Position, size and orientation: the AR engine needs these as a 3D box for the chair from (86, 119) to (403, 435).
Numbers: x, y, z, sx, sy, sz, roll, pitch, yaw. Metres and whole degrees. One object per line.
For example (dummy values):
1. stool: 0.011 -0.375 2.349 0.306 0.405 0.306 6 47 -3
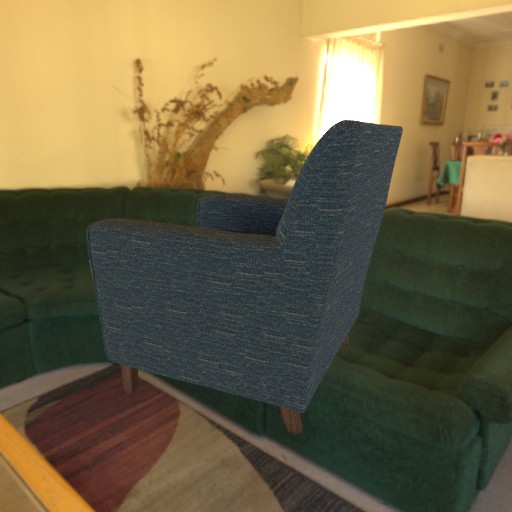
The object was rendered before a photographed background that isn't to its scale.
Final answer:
1. chair: 0.000 0.000 1.633 0.873 0.928 0.864 7 17 23
